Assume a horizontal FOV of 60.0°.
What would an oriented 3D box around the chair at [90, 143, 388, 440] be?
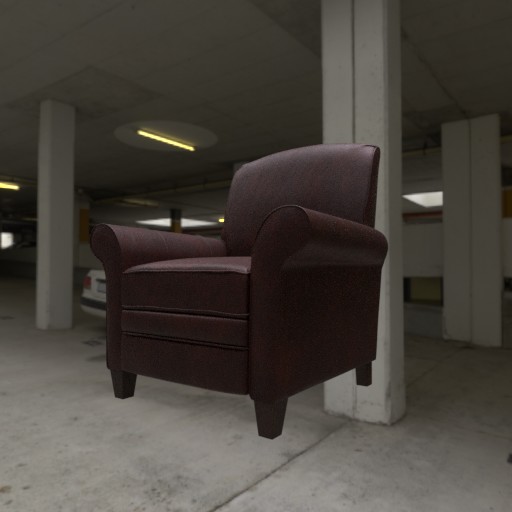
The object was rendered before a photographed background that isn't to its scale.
[{"bbox_3d":[0.000,0.000,1.794,0.978,1.061,0.902,-1,-2,36],"label":"chair"}]
